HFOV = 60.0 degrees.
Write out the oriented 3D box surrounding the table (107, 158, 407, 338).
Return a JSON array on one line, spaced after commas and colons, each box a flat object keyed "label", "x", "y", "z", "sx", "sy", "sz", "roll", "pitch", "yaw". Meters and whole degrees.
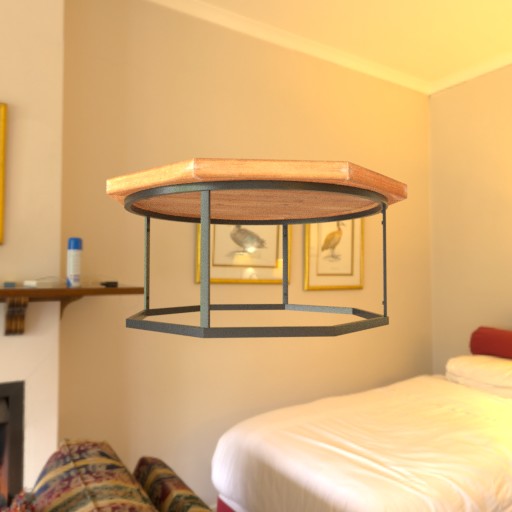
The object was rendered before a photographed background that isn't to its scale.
[{"label": "table", "x": 0.000, "y": 0.000, "z": 1.543, "sx": 1.002, "sy": 0.444, "sz": 1.002, "roll": 0, "pitch": -2, "yaw": 0}]
